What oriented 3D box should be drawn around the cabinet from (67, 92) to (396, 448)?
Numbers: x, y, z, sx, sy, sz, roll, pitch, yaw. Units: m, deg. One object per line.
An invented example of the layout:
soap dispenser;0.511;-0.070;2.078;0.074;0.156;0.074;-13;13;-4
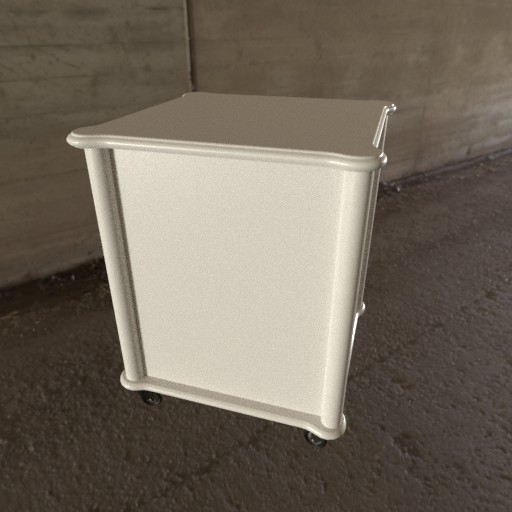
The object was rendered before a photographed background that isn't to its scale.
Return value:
cabinet;0.000;0.000;1.228;0.627;0.761;0.628;8;29;15
